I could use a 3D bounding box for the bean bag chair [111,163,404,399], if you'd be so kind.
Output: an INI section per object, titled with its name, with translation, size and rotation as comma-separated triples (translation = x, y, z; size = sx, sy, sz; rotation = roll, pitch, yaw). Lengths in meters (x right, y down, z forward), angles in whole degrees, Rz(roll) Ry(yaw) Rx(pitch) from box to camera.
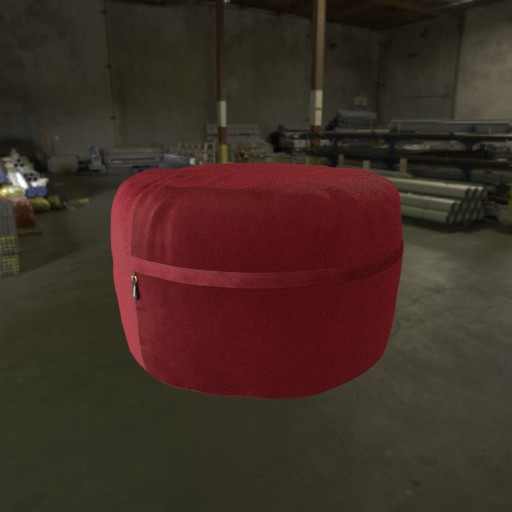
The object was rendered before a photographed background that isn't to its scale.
[bean bag chair]
translation = 0.000, 0.000, 1.956
size = 1.219, 0.762, 1.219
rotation = 0, 16, 0
